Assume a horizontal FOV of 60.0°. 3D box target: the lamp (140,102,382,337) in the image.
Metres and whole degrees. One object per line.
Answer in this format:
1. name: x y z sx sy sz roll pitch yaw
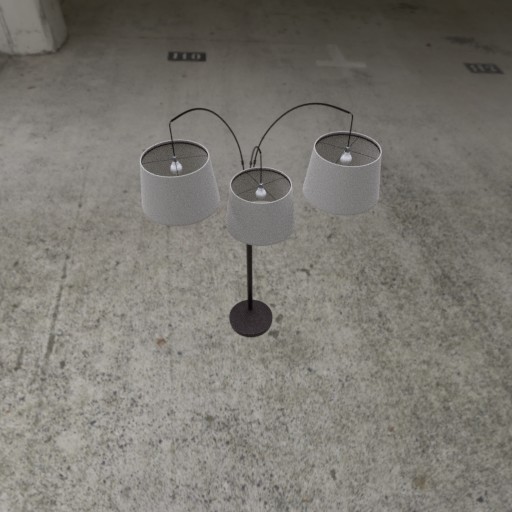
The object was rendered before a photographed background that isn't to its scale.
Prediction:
1. lamp: 0.000 0.000 2.447 0.951 1.950 0.924 -3 45 -3
